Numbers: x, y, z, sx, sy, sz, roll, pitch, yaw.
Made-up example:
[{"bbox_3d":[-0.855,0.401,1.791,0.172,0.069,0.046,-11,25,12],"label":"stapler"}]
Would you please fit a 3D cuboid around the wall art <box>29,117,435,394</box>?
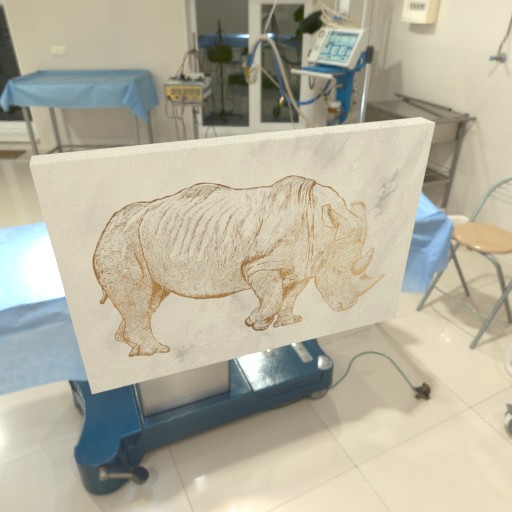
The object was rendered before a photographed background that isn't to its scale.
[{"bbox_3d":[0.000,0.000,0.756,0.609,0.407,0.038,-10,33,-17],"label":"wall art"}]
